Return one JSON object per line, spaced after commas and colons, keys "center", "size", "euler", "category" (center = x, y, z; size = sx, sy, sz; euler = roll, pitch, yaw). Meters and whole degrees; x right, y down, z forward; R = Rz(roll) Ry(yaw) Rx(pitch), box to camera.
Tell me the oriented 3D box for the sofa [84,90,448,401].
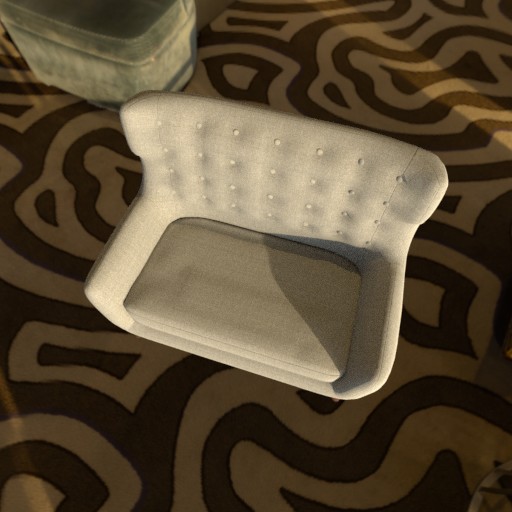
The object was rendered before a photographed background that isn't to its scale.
{"center": [0.000, 0.000, 2.051], "size": [1.386, 1.028, 0.884], "euler": [15, 60, 9], "category": "sofa"}
